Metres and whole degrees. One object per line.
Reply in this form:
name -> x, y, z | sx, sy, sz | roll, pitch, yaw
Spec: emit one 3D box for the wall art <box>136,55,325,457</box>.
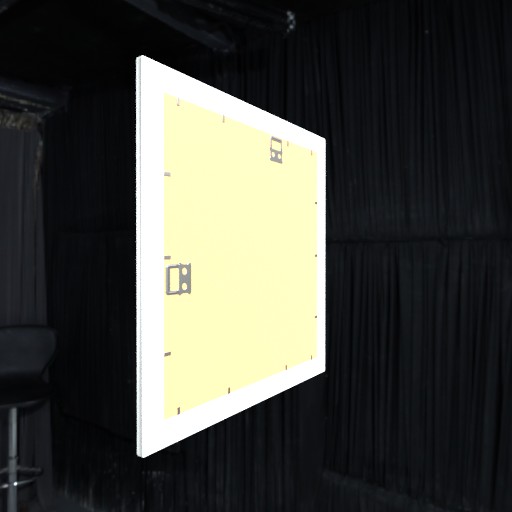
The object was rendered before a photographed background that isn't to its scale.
wall art -> 0.000, 0.000, 0.883 | 0.013, 0.584, 0.584 | 0, 1, 36
